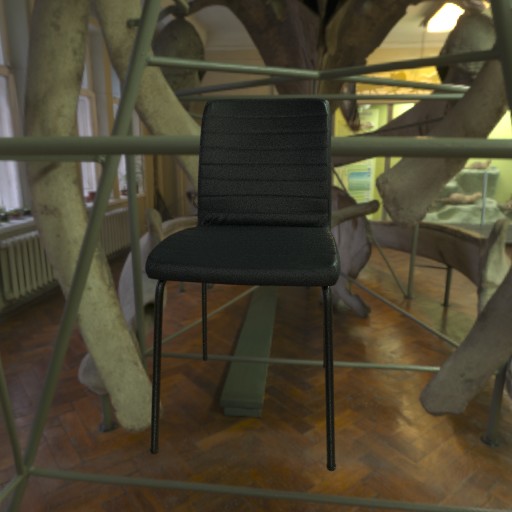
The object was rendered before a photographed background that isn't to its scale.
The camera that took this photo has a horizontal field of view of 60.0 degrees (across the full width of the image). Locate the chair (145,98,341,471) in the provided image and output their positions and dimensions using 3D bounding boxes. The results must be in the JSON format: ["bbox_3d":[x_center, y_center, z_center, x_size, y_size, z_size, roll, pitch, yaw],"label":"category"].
[{"bbox_3d":[0.000,0.000,1.220,0.450,0.872,0.572,2,14,8],"label":"chair"}]
